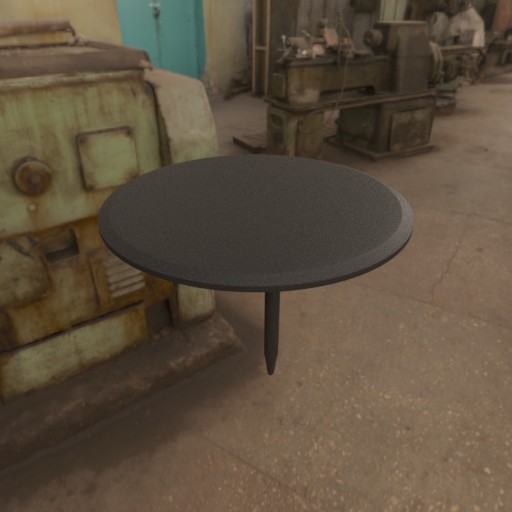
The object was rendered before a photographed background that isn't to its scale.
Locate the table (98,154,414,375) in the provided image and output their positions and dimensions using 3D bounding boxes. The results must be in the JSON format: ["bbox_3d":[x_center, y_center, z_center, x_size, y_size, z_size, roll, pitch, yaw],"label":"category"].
[{"bbox_3d":[0.000,0.000,1.414,0.900,0.400,0.900,0,30,0],"label":"table"}]
